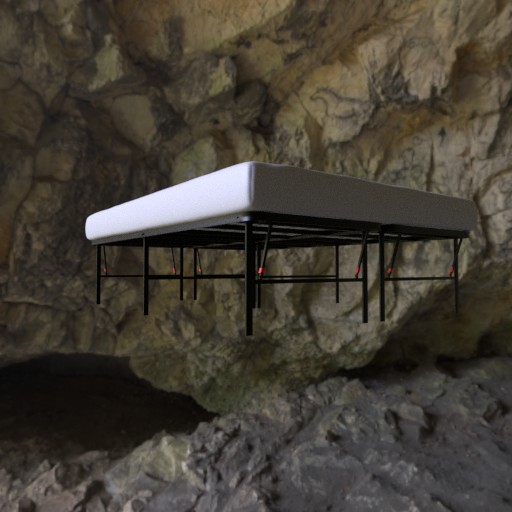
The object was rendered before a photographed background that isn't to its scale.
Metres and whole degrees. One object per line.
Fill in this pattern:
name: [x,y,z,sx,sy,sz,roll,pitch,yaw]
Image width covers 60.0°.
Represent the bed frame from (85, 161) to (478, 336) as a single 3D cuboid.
bed frame: [0.000,0.000,2.827,1.584,0.667,2.151,1,-2,-36]
